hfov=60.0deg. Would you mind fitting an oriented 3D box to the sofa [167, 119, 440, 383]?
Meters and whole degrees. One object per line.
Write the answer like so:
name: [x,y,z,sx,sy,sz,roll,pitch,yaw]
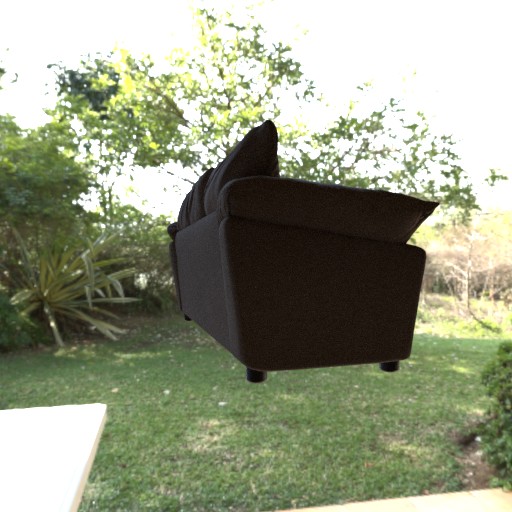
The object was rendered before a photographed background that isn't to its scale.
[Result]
sofa: [0.000,0.000,2.810,0.927,1.043,2.390,0,-1,-17]
